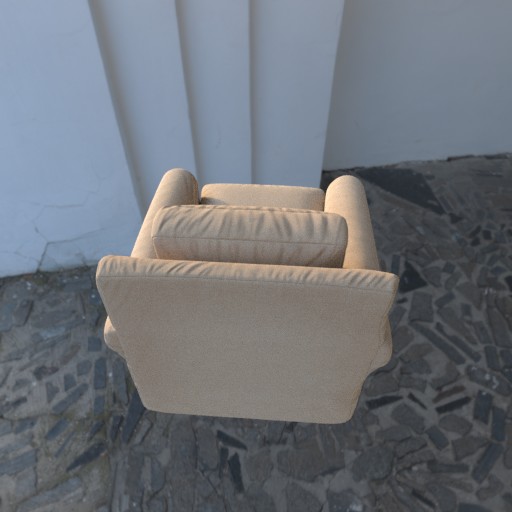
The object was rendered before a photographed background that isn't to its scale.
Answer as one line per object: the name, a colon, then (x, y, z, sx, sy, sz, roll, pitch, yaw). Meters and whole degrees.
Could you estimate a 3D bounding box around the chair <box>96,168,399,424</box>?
chair: (0.000, 0.000, 1.807, 0.940, 0.866, 1.066, 3, 45, 3)
